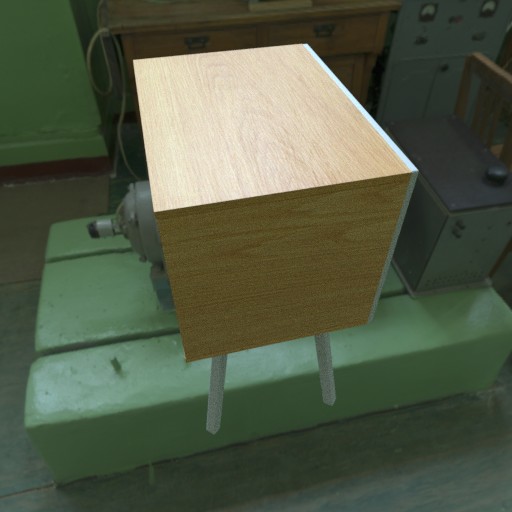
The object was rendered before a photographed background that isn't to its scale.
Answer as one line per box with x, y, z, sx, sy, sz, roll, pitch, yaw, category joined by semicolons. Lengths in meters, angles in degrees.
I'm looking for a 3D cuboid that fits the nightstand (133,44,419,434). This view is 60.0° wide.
0.000;0.000;0.832;0.316;0.601;0.400;-10;46;-10;nightstand
